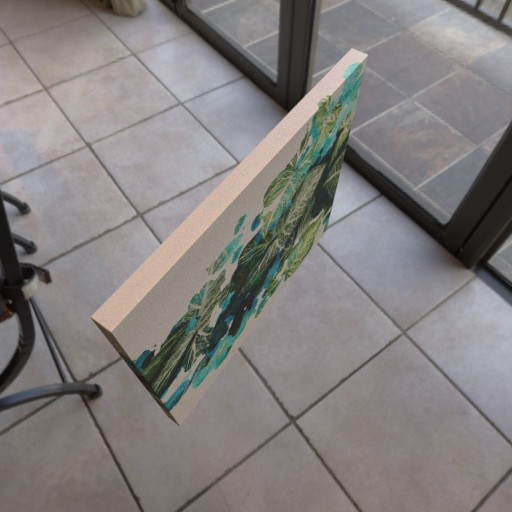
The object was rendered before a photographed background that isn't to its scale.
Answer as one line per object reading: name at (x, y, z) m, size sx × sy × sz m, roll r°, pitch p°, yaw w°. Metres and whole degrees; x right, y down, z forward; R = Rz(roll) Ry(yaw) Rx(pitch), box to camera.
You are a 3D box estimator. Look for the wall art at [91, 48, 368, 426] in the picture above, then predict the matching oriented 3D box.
wall art at (0.000, 0.000, 0.987) m, size 0.043 × 0.610 × 0.711 m, roll 31°, pitch 63°, yaw 18°
